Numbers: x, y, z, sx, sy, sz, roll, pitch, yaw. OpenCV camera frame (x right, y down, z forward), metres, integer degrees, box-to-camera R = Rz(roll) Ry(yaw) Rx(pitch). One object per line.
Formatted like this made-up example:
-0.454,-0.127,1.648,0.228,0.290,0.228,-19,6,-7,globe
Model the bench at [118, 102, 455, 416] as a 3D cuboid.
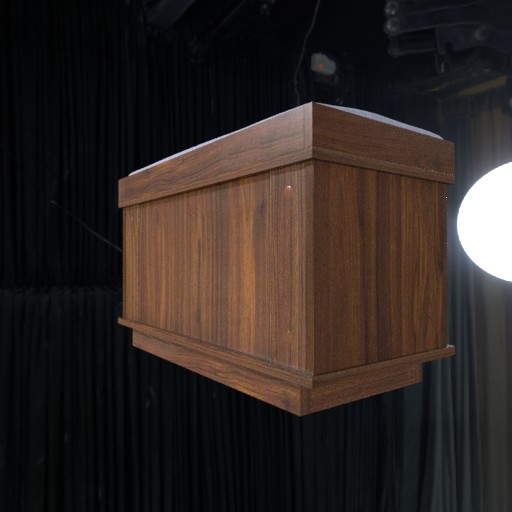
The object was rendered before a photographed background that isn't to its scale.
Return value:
0.000,0.000,0.986,0.362,0.461,0.734,0,0,-37,bench
